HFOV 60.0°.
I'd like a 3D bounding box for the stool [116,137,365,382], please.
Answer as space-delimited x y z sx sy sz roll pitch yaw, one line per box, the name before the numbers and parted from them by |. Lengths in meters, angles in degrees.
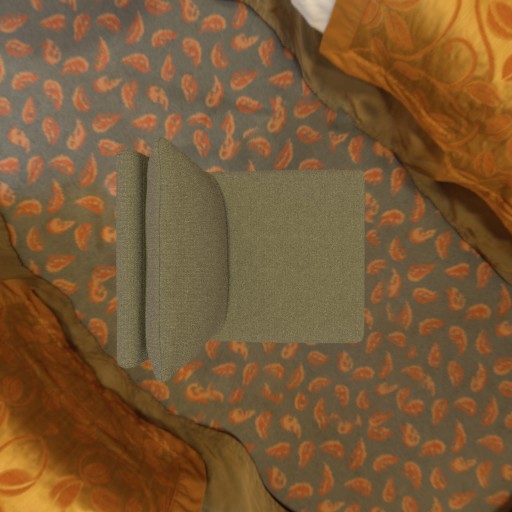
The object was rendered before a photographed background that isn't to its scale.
stool | 0.000 0.000 1.306 0.569 1.031 0.463 0 91 -2
